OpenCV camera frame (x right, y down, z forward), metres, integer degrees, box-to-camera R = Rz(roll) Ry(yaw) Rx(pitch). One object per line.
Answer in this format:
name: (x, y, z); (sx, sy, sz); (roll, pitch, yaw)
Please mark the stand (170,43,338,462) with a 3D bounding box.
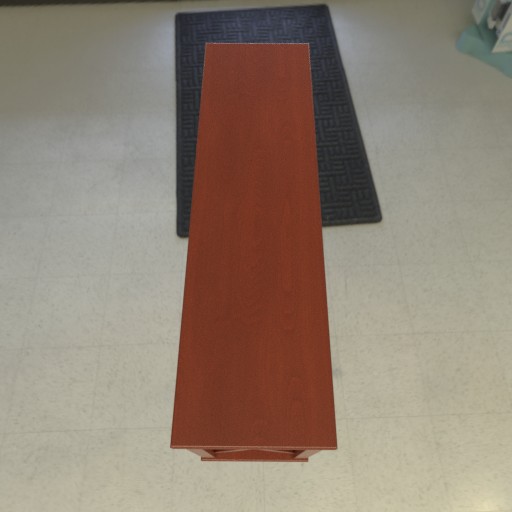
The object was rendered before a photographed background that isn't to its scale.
stand: (0.000, 0.000, 1.655); (0.381, 0.762, 1.372); (0, 63, 0)
